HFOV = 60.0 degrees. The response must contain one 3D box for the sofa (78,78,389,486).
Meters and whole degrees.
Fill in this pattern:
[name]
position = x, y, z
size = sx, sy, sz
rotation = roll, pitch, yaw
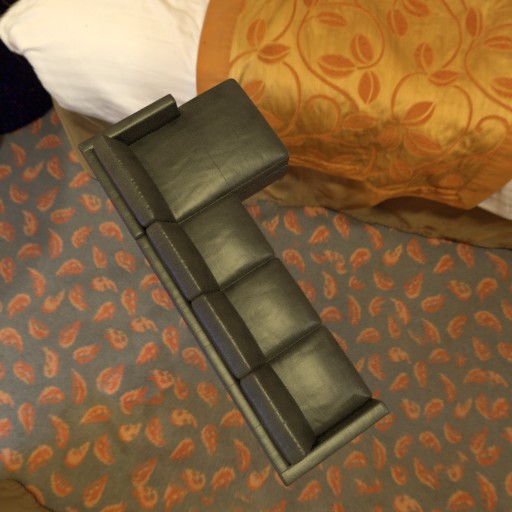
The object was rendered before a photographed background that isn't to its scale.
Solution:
[sofa]
position = 0.000, 0.000, 3.856
size = 1.581, 0.883, 3.203
rotation = -32, 78, -8
